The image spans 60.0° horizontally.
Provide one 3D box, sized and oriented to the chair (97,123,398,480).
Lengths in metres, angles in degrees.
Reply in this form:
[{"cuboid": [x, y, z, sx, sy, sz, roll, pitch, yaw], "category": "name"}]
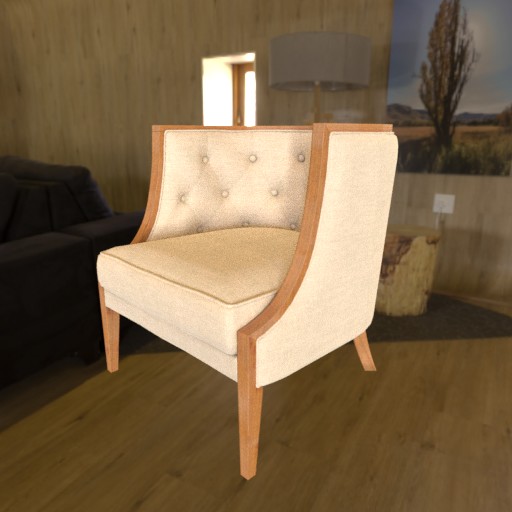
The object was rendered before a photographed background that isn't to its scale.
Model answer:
[{"cuboid": [0.000, 0.000, 1.365, 0.757, 0.775, 0.711, -15, 22, -42], "category": "chair"}]
